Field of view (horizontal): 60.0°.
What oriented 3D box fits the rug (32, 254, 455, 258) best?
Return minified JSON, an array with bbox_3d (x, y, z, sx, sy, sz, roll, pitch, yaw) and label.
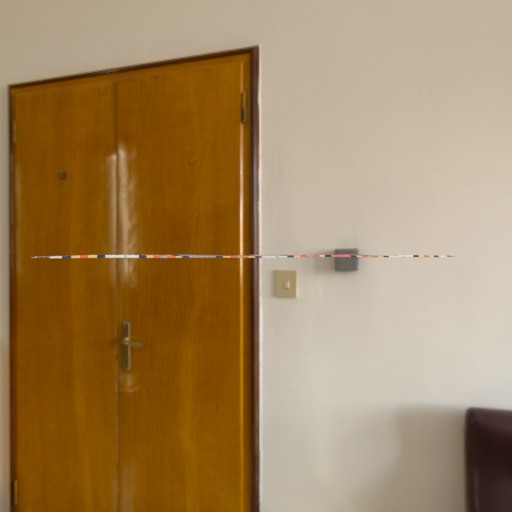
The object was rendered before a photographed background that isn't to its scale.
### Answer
[{"bbox_3d":[0.000,0.000,2.789,2.455,0.017,0.695,0,0,-17],"label":"rug"}]
